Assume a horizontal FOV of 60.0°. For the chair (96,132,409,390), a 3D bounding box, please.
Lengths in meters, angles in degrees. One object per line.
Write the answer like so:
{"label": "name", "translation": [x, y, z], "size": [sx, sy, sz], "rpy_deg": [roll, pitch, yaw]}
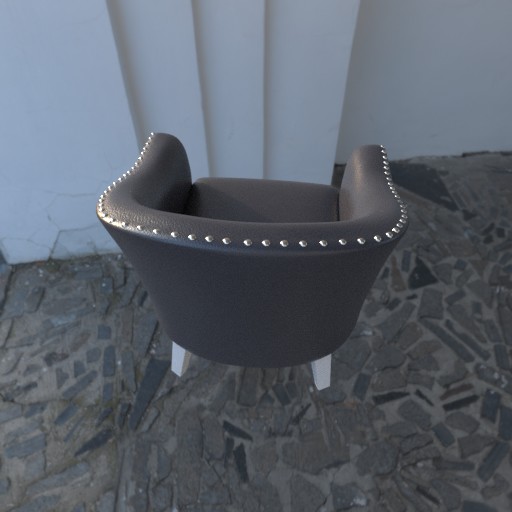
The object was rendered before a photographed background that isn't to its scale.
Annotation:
{"label": "chair", "translation": [0.000, 0.000, 1.405], "size": [0.794, 0.823, 0.748], "rpy_deg": [4, 46, 4]}
